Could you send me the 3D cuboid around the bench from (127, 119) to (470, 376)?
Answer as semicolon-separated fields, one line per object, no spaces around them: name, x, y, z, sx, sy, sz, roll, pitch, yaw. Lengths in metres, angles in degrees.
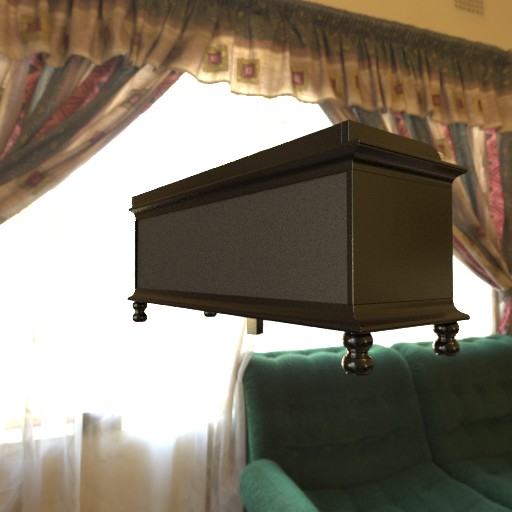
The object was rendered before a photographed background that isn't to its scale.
bench;0.000;0.000;1.425;0.402;0.501;1.185;1;-2;-37
